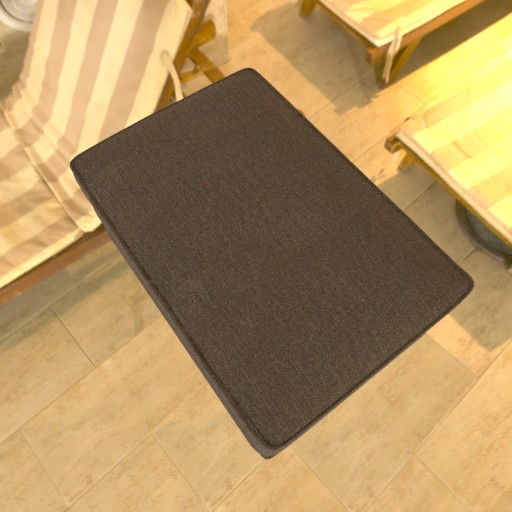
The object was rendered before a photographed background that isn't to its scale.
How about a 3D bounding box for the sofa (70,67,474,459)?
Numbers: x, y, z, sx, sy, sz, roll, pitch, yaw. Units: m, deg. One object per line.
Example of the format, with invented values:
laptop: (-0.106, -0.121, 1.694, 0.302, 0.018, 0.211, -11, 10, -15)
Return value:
sofa: (0.000, 0.000, 1.205, 0.578, 0.457, 0.854, -34, 69, -15)
